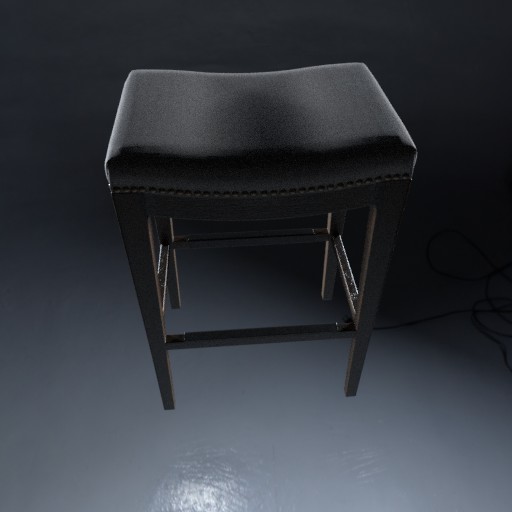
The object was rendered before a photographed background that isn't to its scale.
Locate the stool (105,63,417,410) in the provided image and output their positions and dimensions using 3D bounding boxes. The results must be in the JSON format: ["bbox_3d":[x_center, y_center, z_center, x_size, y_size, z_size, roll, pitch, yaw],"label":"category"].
[{"bbox_3d":[0.000,0.000,1.028,0.508,0.762,0.356,-3,46,-3],"label":"stool"}]
